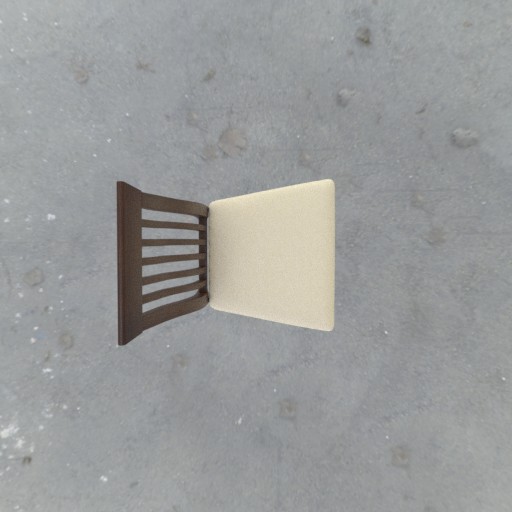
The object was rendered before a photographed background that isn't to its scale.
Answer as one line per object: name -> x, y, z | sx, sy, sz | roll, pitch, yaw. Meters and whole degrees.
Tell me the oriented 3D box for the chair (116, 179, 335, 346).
chair -> 0.000, 0.000, 1.286 | 0.474, 1.027, 0.460 | 0, 92, 1
